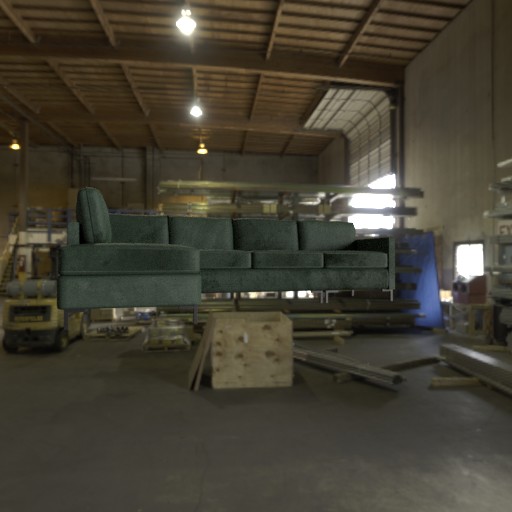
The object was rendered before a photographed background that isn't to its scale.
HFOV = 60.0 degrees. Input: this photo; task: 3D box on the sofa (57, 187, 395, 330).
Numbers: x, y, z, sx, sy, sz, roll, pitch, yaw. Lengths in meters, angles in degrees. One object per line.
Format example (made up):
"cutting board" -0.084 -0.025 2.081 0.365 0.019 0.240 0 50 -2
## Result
"sofa" 0.000 0.000 4.333 3.384 0.996 2.048 0 -1 -19
